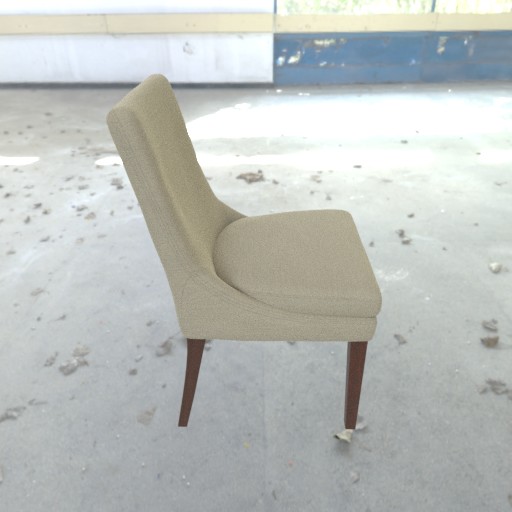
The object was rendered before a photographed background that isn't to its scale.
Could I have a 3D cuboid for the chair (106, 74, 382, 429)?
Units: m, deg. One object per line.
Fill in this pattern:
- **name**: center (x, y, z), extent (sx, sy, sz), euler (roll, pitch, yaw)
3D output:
- **chair**: center (0.000, 0.000, 1.302), extent (0.638, 0.940, 0.515), euler (0, 32, 1)
